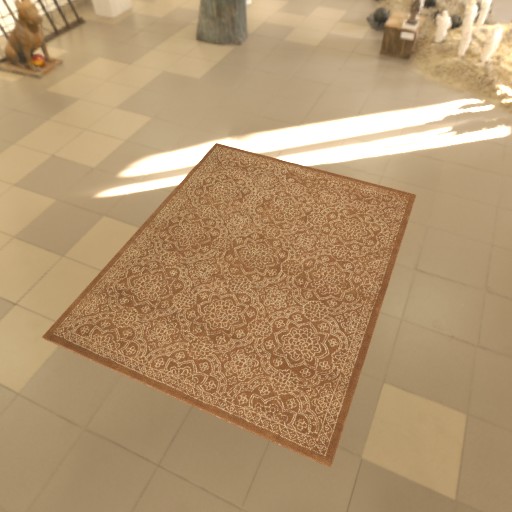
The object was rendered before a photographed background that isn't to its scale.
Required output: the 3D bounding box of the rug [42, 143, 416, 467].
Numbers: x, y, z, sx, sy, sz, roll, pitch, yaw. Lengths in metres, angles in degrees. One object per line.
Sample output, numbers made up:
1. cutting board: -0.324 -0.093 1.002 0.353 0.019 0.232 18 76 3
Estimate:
1. rug: 0.000 0.000 4.189 2.441 0.015 3.050 18 50 16
